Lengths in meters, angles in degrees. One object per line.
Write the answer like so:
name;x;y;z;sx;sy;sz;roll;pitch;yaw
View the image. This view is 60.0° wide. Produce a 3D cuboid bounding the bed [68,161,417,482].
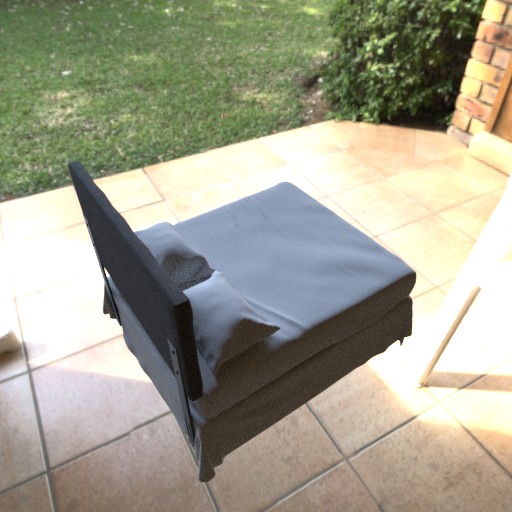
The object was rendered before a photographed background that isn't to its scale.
bed;0.000;0.000;3.503;2.222;1.577;1.936;-25;47;-25
